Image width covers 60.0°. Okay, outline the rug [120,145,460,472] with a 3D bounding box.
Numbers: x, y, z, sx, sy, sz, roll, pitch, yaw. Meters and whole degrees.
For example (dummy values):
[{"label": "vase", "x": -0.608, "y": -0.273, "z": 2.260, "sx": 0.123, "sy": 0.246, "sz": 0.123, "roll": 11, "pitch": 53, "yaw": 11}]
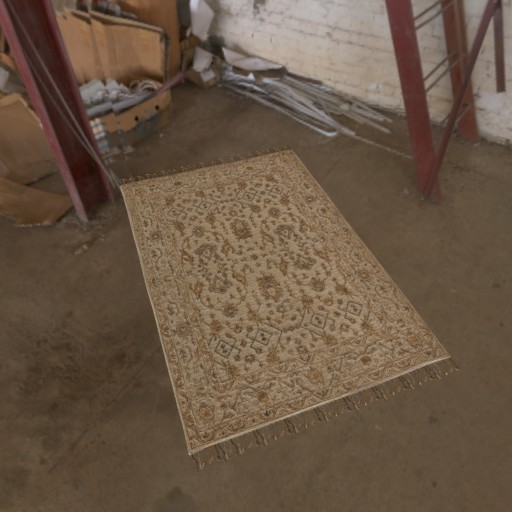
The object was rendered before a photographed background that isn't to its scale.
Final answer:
[{"label": "rug", "x": 0.000, "y": 0.000, "z": 3.052, "sx": 1.529, "sy": 0.027, "sz": 2.434, "roll": -15, "pitch": 48, "yaw": -14}]
